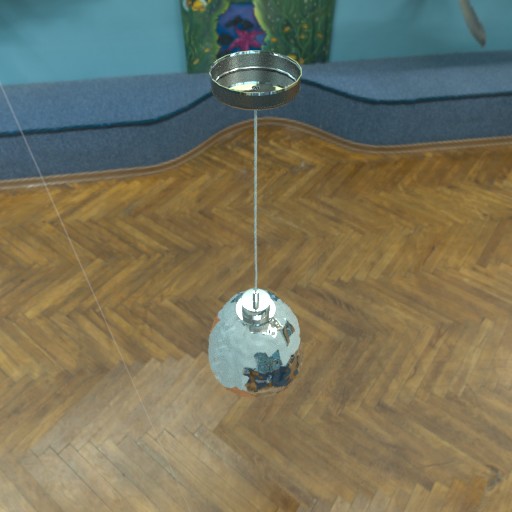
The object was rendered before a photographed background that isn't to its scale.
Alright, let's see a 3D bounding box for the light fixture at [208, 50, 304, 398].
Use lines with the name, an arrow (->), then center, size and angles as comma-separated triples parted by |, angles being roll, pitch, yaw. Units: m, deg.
light fixture -> 0.000, 0.000, 1.769 | 0.496, 1.511, 0.500 | -4, 48, -4
